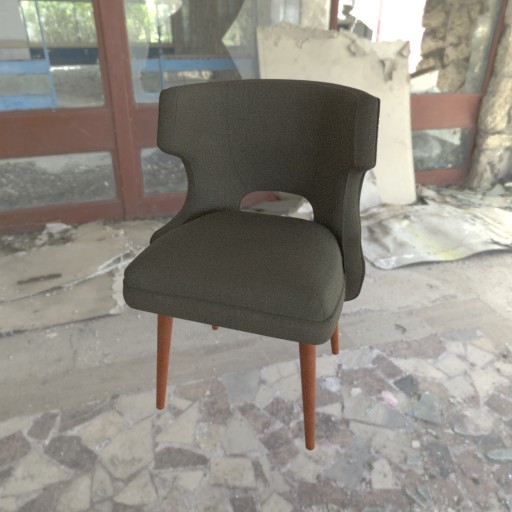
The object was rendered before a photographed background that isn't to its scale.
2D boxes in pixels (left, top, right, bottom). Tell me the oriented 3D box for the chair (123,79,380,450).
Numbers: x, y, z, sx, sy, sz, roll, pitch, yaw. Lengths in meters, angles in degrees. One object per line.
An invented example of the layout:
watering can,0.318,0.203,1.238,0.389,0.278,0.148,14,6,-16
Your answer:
chair,0.000,0.000,1.217,0.595,0.863,0.581,9,28,16
